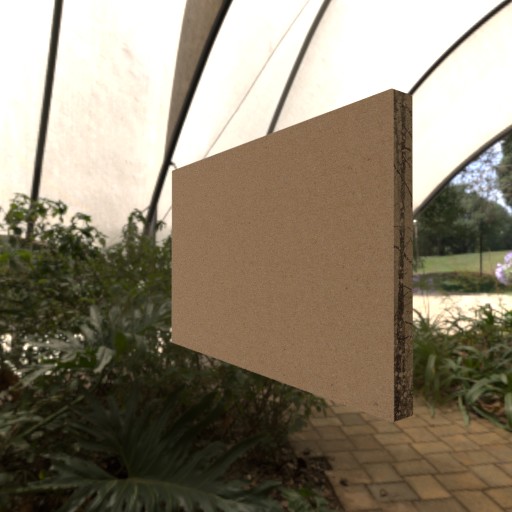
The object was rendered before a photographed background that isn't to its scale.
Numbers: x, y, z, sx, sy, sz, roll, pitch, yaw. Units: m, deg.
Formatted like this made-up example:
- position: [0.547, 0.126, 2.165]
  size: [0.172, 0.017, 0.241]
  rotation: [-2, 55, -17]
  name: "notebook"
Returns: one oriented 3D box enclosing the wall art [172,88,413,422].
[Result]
- position: [0.000, 0.000, 0.789]
  size: [0.042, 0.398, 0.618]
  rotation: [0, 0, -35]
  name: "wall art"
